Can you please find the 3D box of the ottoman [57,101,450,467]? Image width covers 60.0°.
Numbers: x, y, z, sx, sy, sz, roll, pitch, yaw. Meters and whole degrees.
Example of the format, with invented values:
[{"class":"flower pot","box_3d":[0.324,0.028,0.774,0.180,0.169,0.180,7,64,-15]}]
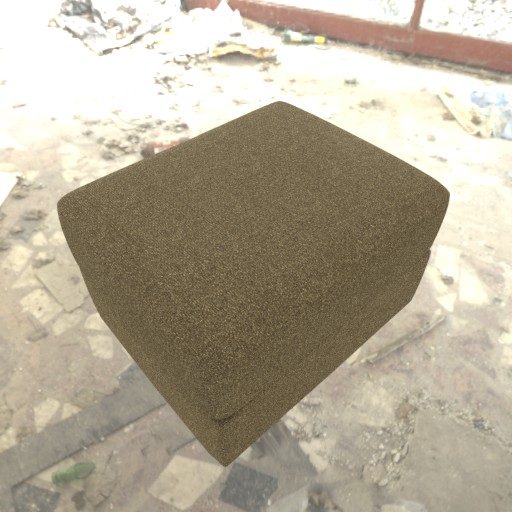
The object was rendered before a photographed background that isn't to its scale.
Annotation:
[{"class":"ottoman","box_3d":[0.000,0.000,1.130,0.742,0.476,0.598,-33,54,-27]}]
